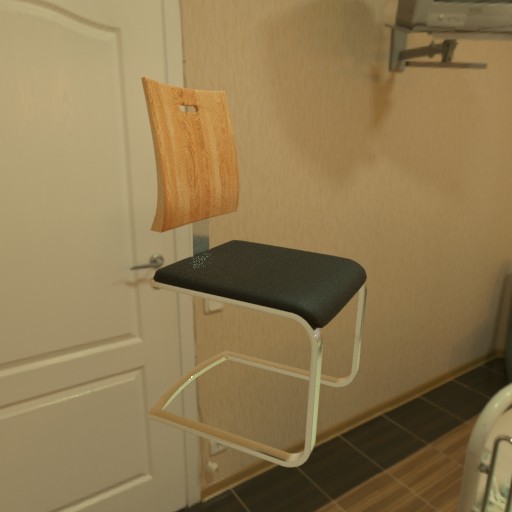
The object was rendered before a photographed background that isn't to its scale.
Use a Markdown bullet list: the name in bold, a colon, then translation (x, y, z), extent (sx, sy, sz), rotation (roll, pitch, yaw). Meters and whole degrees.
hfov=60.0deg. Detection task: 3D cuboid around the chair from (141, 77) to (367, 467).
- **chair**: translation (0.000, 0.000, 1.264), extent (0.560, 0.936, 0.462), rotation (8, 17, 26)
